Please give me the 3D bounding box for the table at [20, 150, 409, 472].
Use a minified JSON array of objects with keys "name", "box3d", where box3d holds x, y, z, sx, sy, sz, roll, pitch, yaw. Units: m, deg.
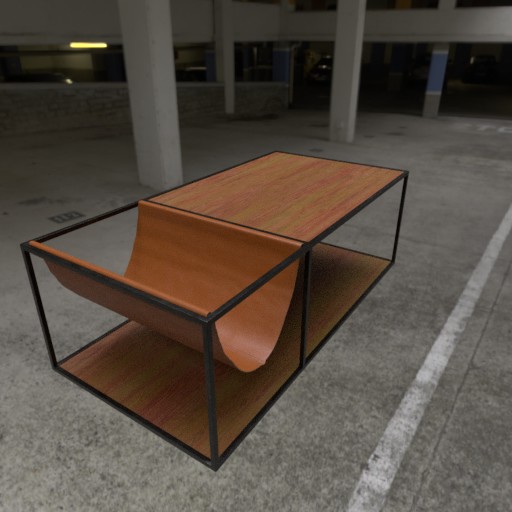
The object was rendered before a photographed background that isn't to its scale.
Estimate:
[{"name":"table","box3d":[0.000,0.000,1.475,0.597,0.403,1.199,17,31,30]}]
